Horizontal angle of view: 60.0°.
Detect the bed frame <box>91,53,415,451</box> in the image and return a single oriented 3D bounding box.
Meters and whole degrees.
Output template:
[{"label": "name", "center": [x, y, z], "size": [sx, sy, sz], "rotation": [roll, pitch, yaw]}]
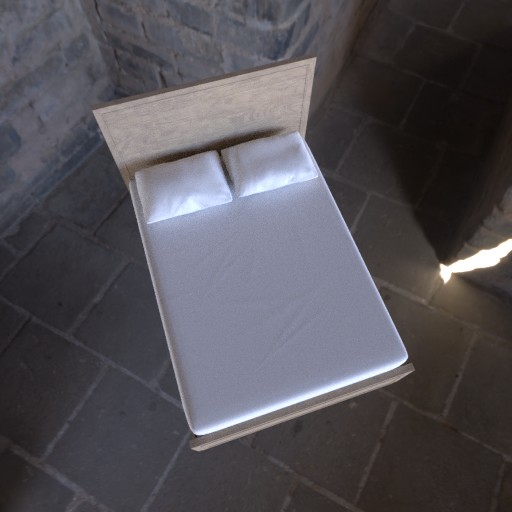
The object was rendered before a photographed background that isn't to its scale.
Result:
[{"label": "bed frame", "center": [0.000, 0.000, 3.244], "size": [1.606, 1.369, 2.189], "rotation": [-17, 65, -8]}]
